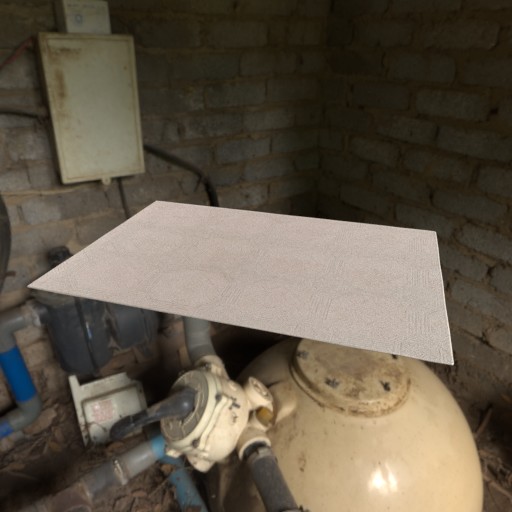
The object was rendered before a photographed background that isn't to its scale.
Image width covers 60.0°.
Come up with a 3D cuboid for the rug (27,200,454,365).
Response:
[{"bbox_3d":[0.000,0.000,2.327,1.839,0.009,1.236,8,28,15],"label":"rug"}]
